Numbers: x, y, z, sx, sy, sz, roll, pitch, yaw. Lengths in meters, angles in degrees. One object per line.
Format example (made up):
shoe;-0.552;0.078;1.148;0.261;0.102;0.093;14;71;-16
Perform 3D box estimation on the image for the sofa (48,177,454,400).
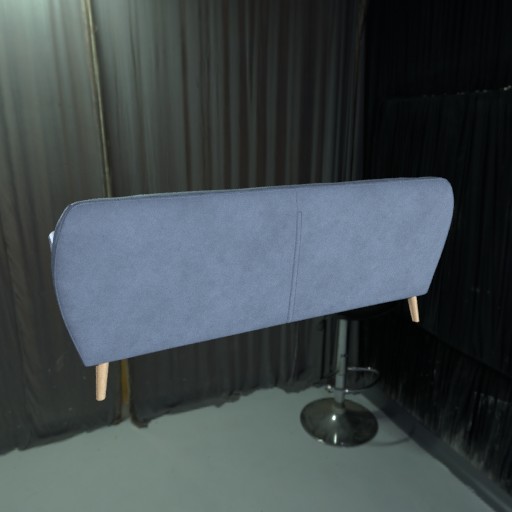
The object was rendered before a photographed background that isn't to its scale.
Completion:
sofa;0.000;0.000;2.357;1.975;0.832;0.841;-8;18;-25
